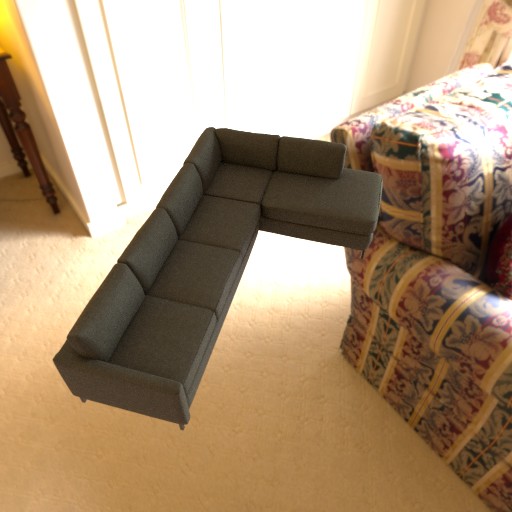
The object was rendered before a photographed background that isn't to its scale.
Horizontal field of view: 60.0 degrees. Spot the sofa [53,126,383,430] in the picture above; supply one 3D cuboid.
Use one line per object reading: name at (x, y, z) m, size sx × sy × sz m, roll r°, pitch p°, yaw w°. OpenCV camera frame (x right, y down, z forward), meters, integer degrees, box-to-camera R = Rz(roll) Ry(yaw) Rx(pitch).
sofa at (0.000, 0.000, 3.850) m, size 1.984 × 0.858 × 2.972 m, roll 11°, pitch 46°, yaw 11°
